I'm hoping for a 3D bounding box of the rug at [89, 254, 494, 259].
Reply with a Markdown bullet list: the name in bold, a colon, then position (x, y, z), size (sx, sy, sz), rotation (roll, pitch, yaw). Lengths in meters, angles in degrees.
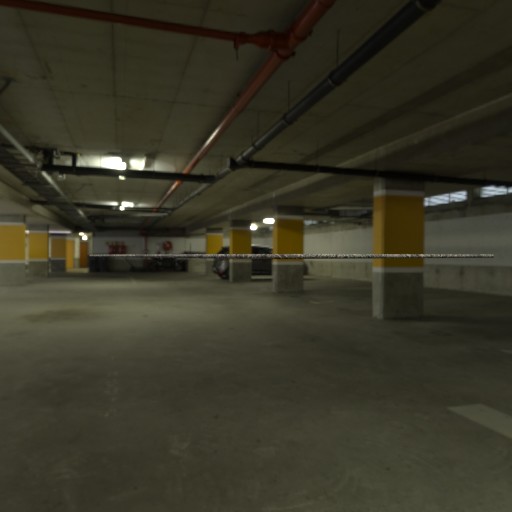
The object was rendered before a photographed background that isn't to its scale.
- **rug**: position (0.000, 0.000, 2.877), size (1.501, 0.017, 2.298), rotation (0, 0, -35)
